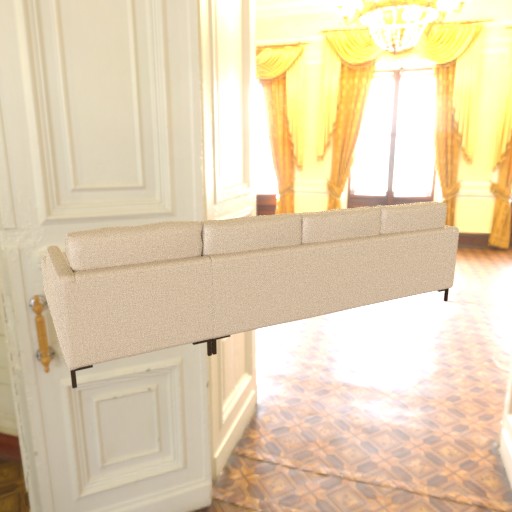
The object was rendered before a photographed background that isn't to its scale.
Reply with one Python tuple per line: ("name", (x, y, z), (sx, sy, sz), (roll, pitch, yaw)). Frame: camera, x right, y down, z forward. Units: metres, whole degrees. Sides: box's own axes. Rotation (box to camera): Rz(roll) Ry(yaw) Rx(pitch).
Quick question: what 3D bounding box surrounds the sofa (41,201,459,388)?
("sofa", (0.000, 0.000, 3.160), (2.731, 0.755, 1.258), (-7, 15, -27))
